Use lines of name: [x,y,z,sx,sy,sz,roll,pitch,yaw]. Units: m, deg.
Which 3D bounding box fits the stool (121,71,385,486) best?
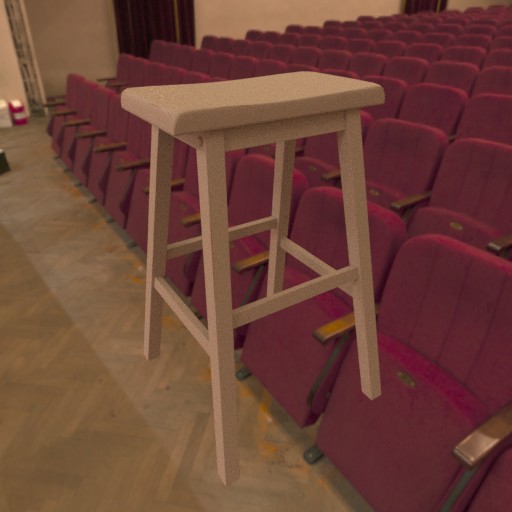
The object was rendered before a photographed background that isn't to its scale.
stool: [0.000,0.000,1.019,0.457,0.737,0.476,-18,34,-28]
